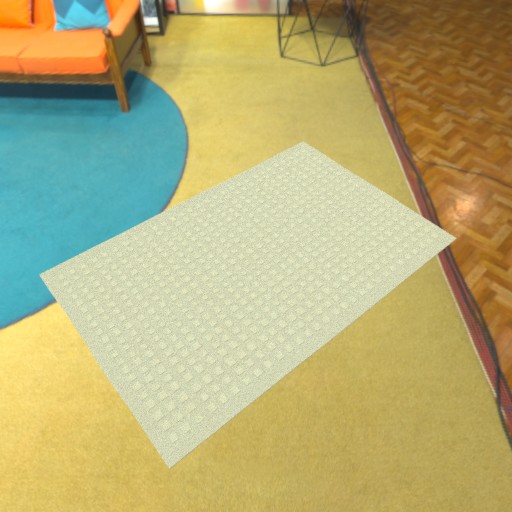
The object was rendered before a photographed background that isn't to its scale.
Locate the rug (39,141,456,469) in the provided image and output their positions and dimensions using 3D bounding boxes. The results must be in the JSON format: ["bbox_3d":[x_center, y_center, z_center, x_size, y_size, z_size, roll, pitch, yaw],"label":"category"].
[{"bbox_3d":[0.000,0.000,2.202,1.747,0.006,1.143,-32,55,-25],"label":"rug"}]
